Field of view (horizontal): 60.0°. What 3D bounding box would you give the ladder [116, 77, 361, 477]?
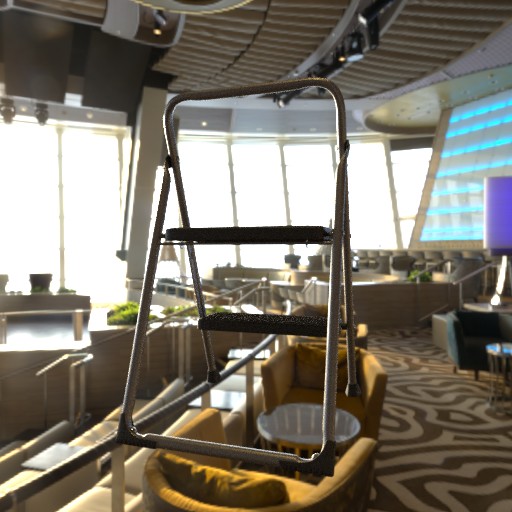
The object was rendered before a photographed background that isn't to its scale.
[{"bbox_3d":[0.000,0.000,1.000,0.430,0.720,0.472,0,1,18],"label":"ladder"}]
